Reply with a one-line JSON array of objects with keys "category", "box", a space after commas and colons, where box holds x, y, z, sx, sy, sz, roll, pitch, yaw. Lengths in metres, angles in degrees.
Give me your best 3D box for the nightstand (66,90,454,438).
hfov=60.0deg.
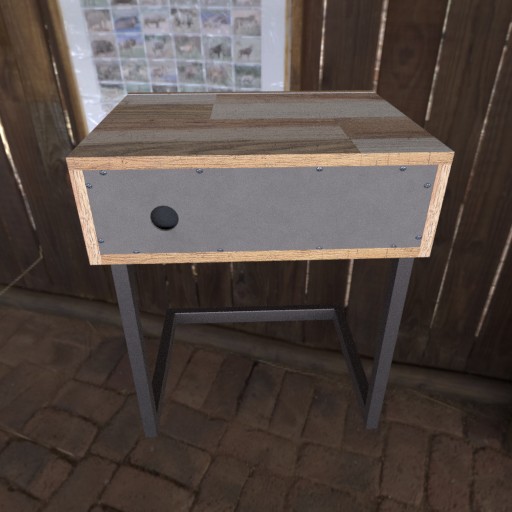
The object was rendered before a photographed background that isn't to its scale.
[{"category": "nightstand", "box": [0.000, 0.000, 1.001, 0.558, 0.632, 0.481, -1, 31, -2]}]
